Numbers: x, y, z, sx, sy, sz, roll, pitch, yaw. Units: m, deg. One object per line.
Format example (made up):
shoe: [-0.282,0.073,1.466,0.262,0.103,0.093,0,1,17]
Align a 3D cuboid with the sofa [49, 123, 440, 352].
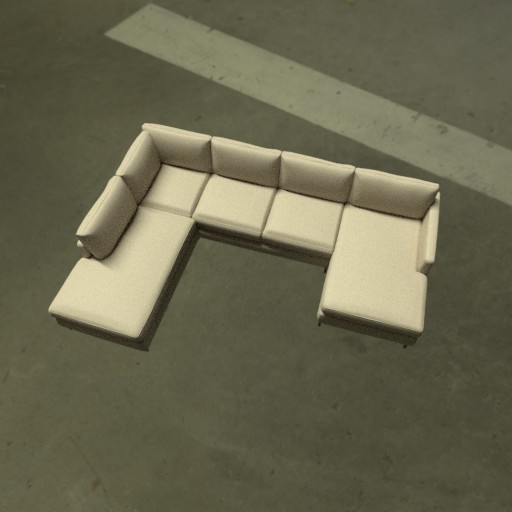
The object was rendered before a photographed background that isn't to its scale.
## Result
sofa: [0.000,0.000,3.590,2.737,0.756,1.879,14,58,9]
